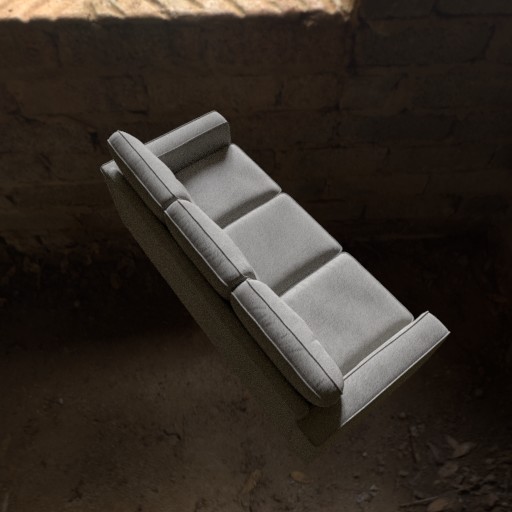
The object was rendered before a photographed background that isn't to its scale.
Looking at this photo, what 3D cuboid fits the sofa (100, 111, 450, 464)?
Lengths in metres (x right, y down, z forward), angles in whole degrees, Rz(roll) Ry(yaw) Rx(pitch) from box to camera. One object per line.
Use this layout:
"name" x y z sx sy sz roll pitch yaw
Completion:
"sofa" 0.000 0.000 2.689 0.939 0.965 2.133 -33 63 -19
